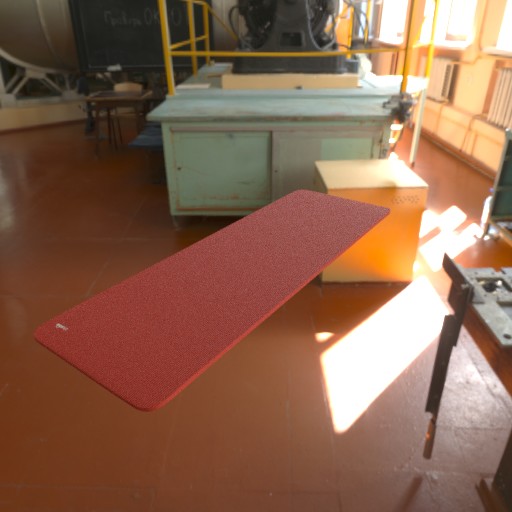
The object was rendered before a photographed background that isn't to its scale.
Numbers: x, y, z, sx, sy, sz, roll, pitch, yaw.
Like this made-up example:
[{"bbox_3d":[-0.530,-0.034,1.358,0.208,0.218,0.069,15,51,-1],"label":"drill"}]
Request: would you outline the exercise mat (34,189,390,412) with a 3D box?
[{"bbox_3d":[0.000,0.000,2.040,0.616,0.021,1.869,18,33,31],"label":"exercise mat"}]
